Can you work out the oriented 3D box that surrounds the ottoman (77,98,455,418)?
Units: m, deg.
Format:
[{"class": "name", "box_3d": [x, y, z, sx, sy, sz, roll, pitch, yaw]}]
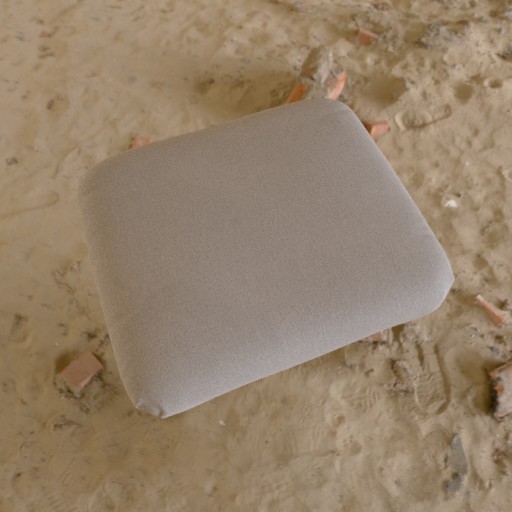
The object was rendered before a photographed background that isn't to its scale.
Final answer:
[{"class": "ottoman", "box_3d": [0.000, 0.000, 1.133, 0.746, 0.450, 0.622, -19, 65, -9]}]
